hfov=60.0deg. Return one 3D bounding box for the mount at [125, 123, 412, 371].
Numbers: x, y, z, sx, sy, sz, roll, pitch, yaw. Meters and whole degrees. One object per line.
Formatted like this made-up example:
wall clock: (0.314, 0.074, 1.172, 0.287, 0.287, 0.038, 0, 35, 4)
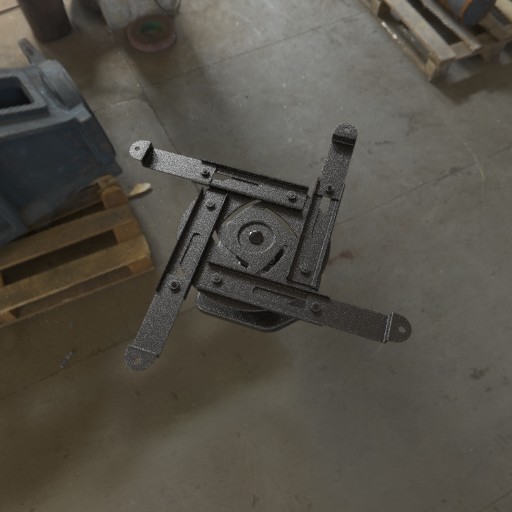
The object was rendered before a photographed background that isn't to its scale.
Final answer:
mount: (0.000, 0.000, 0.593, 0.394, 0.141, 0.394, 16, 65, 8)
